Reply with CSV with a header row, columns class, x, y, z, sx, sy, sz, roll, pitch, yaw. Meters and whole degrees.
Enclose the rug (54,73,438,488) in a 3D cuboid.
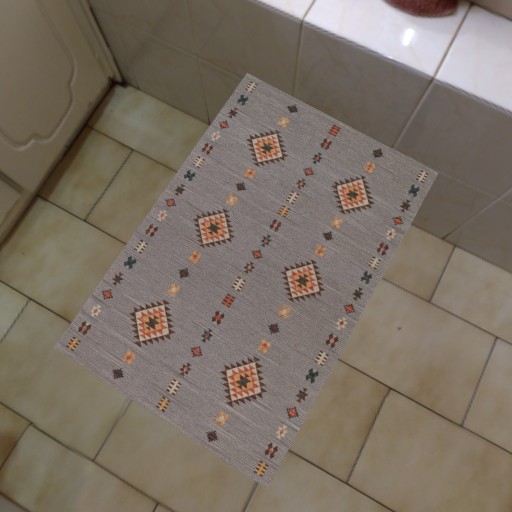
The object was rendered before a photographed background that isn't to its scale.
class,x,y,z,sx,sy,sz,roll,pitch,yaw
rug,0.000,0.000,2.288,1.217,0.005,1.818,30,77,7
